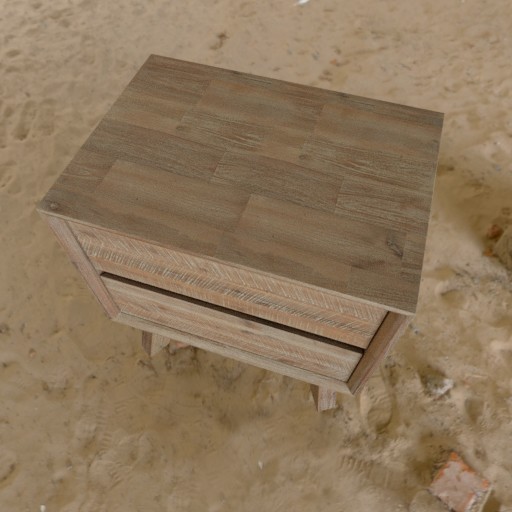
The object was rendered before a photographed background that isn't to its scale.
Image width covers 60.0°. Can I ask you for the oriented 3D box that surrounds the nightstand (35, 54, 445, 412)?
[{"bbox_3d":[0.000,0.000,0.953,0.552,0.589,0.396,15,59,9],"label":"nightstand"}]
